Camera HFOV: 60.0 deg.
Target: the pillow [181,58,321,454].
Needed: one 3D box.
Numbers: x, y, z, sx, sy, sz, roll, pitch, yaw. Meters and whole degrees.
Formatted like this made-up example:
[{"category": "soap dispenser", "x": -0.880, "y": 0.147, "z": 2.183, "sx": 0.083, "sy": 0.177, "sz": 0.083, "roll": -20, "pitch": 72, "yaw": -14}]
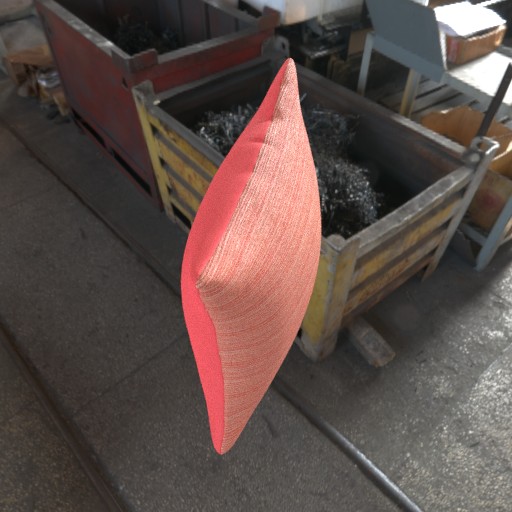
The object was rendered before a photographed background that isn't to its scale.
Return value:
[{"category": "pillow", "x": 0.000, "y": 0.000, "z": 0.817, "sx": 0.229, "sy": 0.501, "sz": 0.559, "roll": 10, "pitch": 49, "yaw": 9}]
